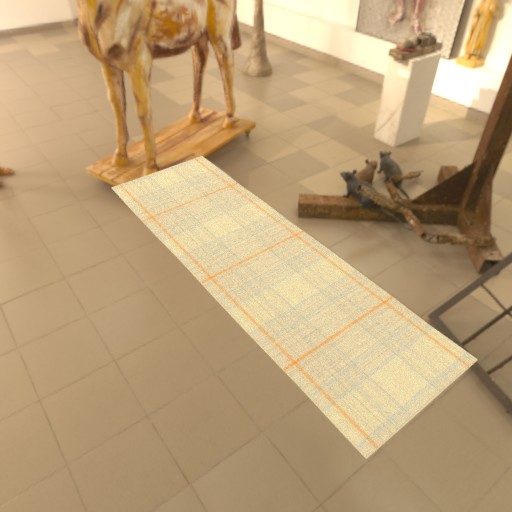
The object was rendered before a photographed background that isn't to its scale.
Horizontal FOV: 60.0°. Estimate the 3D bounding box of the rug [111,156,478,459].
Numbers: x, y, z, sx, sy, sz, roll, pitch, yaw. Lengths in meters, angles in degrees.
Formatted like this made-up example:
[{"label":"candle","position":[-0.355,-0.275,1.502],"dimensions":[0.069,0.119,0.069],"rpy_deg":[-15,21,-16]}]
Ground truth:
[{"label":"rug","position":[0.000,0.000,2.639],"dimensions":[0.770,0.016,2.442],"rpy_deg":[-27,48,-27]}]
